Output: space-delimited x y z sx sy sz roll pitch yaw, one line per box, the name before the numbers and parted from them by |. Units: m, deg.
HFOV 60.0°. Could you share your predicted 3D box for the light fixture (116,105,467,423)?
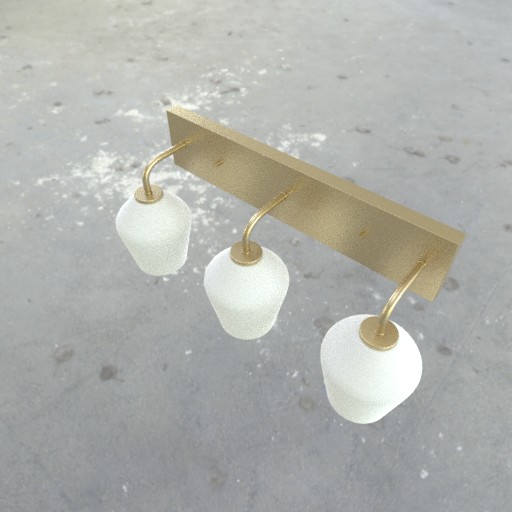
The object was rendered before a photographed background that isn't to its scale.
light fixture | 0.000 0.000 0.726 0.609 0.280 0.190 31 53 27
